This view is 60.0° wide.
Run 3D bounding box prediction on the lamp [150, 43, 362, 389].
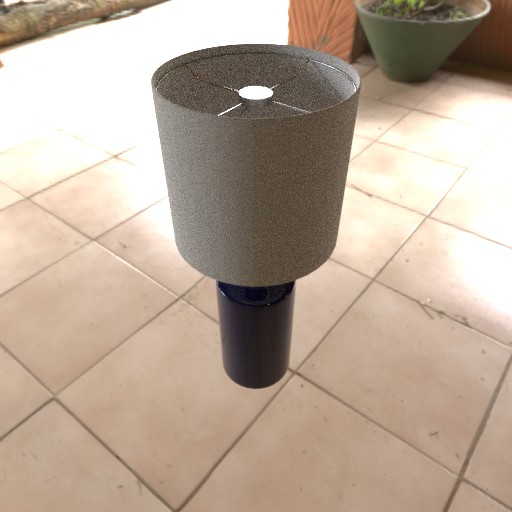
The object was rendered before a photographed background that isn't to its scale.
[{"bbox_3d":[0.000,0.000,0.614,0.212,0.493,0.212,27,48,27],"label":"lamp"}]
